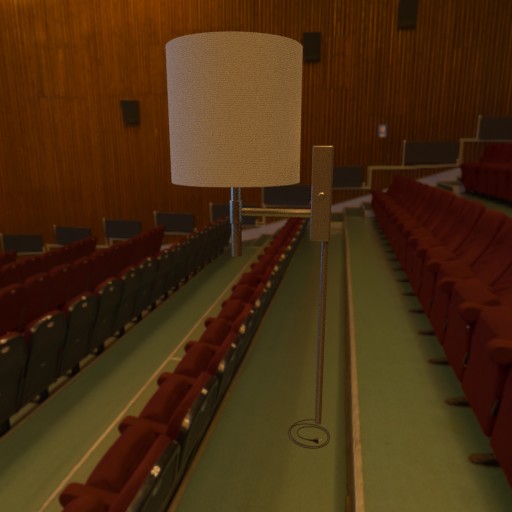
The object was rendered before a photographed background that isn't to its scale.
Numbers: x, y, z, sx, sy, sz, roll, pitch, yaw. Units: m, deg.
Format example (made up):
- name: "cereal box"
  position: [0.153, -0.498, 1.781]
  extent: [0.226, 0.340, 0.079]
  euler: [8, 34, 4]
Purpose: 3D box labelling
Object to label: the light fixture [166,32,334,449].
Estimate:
- name: "light fixture"
  position: [0.000, 0.000, 0.680]
  extent: [0.248, 0.589, 0.188]
  euler: [2, 14, 10]
